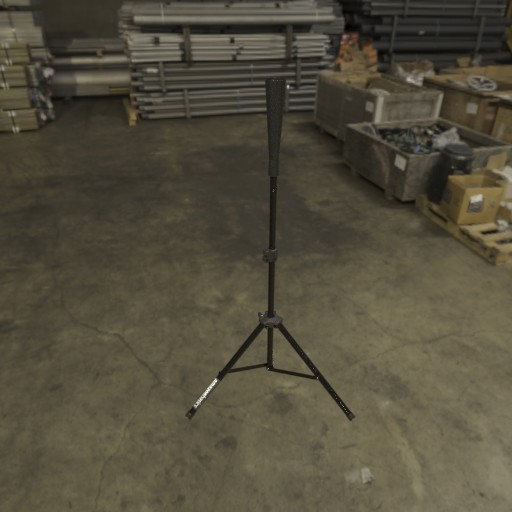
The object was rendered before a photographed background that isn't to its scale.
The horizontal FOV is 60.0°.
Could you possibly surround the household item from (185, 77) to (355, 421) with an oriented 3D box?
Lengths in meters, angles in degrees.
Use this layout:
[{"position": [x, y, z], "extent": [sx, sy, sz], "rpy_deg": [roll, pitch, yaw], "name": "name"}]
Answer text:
[{"position": [0.000, 0.000, 1.412], "extent": [0.559, 1.067, 0.559], "rpy_deg": [-7, 31, -12], "name": "household item"}]
